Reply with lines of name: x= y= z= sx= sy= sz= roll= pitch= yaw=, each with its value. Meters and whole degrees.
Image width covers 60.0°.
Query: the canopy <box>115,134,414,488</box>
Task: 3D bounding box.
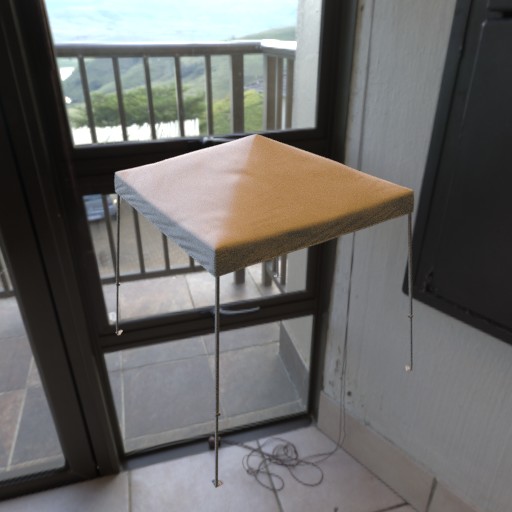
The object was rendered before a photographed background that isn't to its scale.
canopy: x=0.000 y=0.000 z=5.249 sx=2.848 sy=2.849 sz=2.849 roll=-18 pitch=33 yaw=-30
